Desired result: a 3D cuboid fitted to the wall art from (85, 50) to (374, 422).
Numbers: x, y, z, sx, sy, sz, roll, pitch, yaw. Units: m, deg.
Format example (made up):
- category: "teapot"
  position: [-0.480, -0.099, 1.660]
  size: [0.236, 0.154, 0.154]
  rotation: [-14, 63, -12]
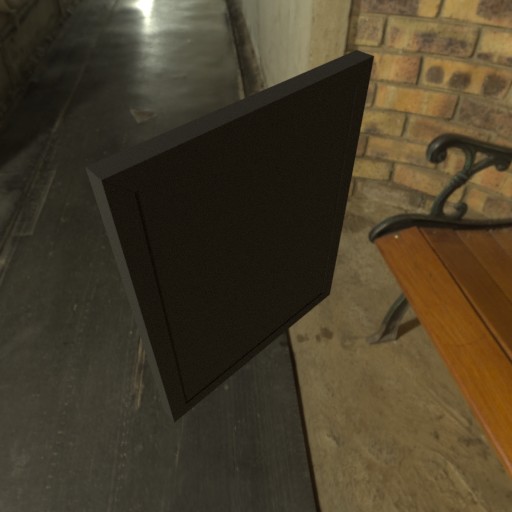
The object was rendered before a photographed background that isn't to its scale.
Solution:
- category: "wall art"
  position: [0.000, 0.000, 0.761]
  size: [0.457, 0.559, 0.033]
  rotation: [-34, 54, -29]
